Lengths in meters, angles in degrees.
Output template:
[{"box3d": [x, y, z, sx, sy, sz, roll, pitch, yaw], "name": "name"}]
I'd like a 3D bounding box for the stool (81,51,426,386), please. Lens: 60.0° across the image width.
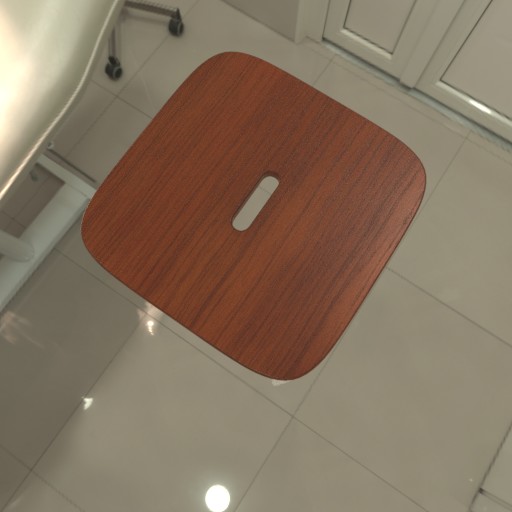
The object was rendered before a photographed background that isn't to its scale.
[{"box3d": [0.000, 0.000, 0.859, 0.376, 0.610, 0.376, 33, 79, 7], "name": "stool"}]
